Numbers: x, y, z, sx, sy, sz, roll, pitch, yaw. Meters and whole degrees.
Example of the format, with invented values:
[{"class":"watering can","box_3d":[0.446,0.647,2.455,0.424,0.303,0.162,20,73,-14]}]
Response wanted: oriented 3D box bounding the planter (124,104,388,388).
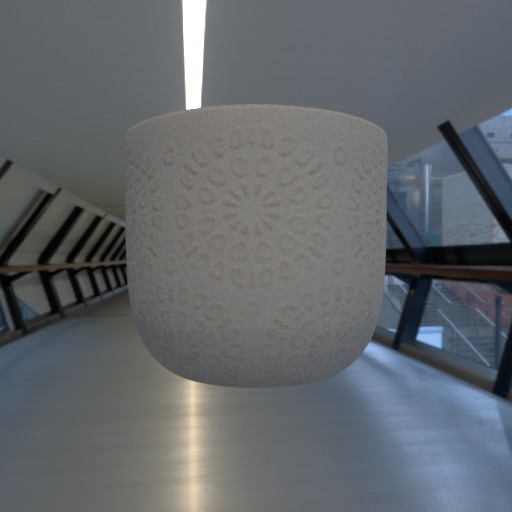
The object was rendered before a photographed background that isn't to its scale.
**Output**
[{"class":"planter","box_3d":[0.000,0.000,0.219,0.124,0.109,0.124,0,1,0]}]
